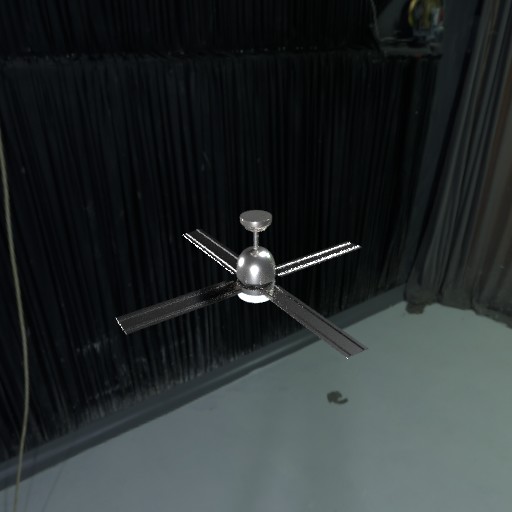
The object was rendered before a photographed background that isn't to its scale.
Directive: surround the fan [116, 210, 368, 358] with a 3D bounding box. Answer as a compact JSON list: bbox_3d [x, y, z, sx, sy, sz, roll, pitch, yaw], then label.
[{"bbox_3d":[0.000,0.000,2.094,1.346,0.406,1.346,-19,33,-32],"label":"fan"}]
